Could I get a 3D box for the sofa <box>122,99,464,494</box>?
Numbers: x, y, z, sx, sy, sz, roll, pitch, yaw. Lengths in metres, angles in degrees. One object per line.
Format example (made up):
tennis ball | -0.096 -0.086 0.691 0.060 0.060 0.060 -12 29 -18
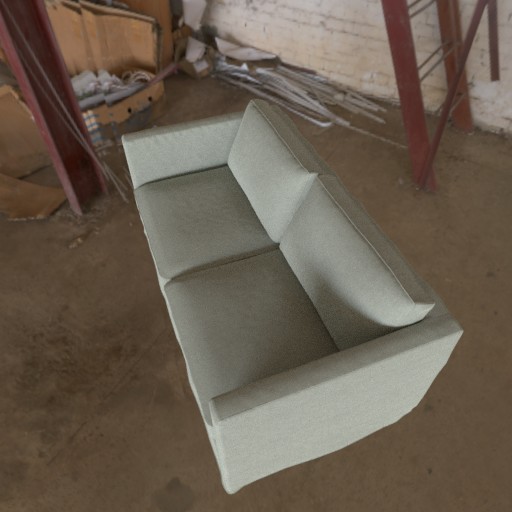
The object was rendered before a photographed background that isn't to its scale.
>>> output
sofa | 0.000 0.000 2.183 0.944 0.830 1.727 -16 49 -14
